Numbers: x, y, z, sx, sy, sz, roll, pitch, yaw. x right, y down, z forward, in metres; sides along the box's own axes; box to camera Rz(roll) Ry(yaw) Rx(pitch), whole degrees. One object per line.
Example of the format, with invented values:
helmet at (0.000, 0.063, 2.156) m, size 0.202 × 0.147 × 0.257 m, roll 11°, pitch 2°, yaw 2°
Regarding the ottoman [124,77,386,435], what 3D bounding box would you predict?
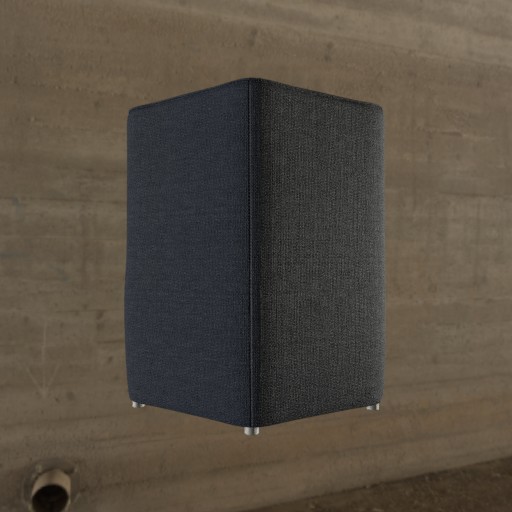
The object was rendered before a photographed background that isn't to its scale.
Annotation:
ottoman at (0.000, 0.000, 0.851) m, size 0.492 × 0.505 × 0.454 m, roll -1°, pitch -1°, yaw 36°
